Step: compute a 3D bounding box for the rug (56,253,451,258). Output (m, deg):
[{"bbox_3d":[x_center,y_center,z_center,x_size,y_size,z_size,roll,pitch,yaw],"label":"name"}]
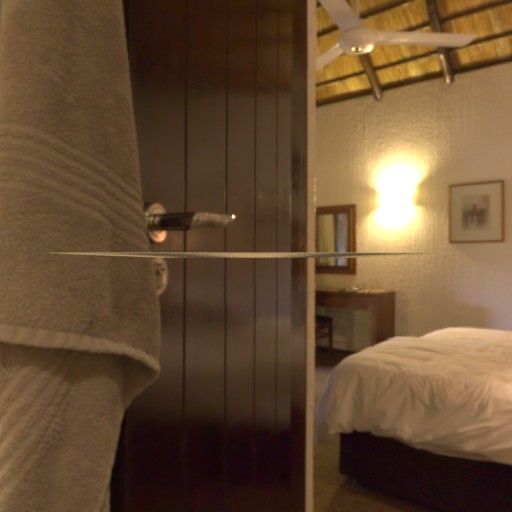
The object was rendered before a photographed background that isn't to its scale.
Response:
[{"bbox_3d":[0.000,0.000,4.149,2.453,0.004,3.037,0,-1,1],"label":"rug"}]
